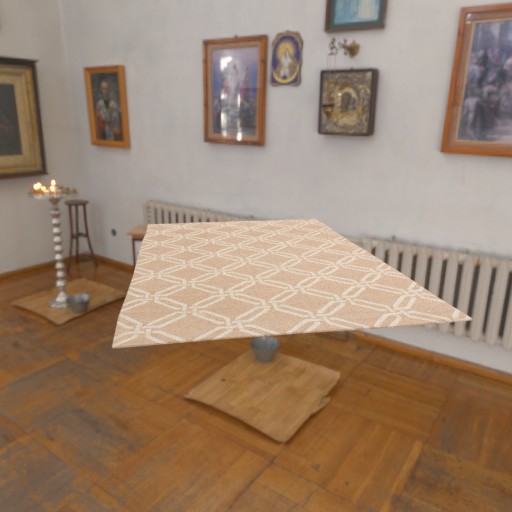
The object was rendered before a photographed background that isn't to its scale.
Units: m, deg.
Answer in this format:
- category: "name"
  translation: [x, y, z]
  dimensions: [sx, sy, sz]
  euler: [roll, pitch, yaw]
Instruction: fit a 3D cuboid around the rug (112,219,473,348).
- category: "rug"
  translation: [0.000, 0.000, 2.170]
  dimensions: [1.146, 0.010, 1.745]
  euler: [-3, 16, -10]
